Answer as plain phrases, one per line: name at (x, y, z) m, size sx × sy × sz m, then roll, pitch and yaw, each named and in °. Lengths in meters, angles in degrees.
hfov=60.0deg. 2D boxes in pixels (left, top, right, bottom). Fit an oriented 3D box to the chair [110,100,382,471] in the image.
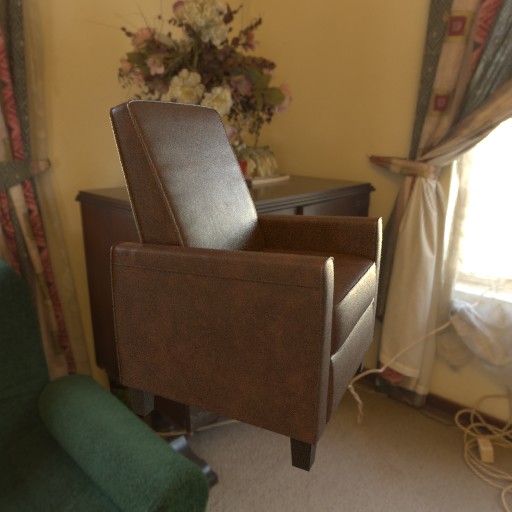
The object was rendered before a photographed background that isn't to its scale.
chair at (0.000, 0.000, 1.518) m, size 0.746 × 1.013 × 0.705 m, roll 8°, pitch 17°, yaw 25°
